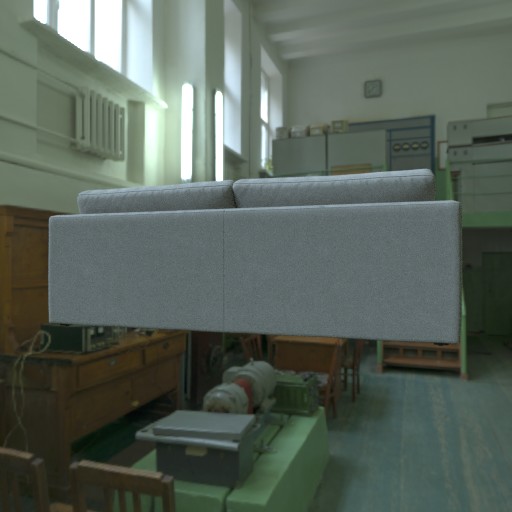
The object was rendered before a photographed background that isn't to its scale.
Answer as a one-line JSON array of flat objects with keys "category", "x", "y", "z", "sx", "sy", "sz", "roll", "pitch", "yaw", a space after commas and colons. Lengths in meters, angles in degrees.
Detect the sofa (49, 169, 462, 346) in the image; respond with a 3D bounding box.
[{"category": "sofa", "x": 0.000, "y": 0.000, "z": 2.785, "sx": 2.588, "sy": 0.838, "sz": 1.090, "roll": 0, "pitch": -1, "yaw": 17}]
